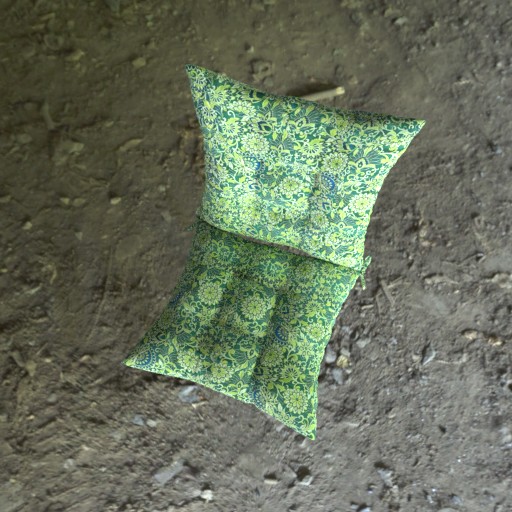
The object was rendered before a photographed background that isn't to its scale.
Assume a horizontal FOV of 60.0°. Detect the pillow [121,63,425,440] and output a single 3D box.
[{"bbox_3d":[0.000,0.000,1.002,0.541,0.536,0.585,18,62,10],"label":"pillow"}]
